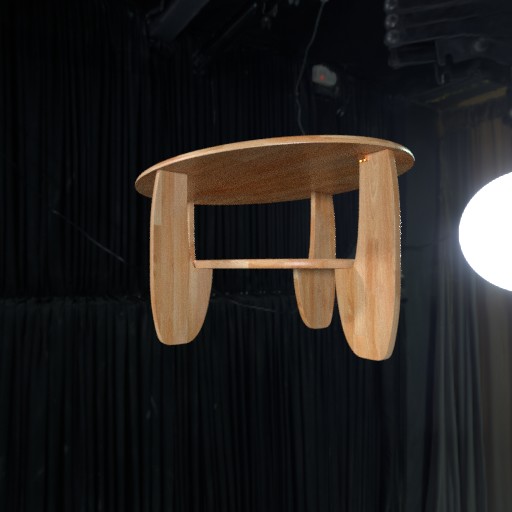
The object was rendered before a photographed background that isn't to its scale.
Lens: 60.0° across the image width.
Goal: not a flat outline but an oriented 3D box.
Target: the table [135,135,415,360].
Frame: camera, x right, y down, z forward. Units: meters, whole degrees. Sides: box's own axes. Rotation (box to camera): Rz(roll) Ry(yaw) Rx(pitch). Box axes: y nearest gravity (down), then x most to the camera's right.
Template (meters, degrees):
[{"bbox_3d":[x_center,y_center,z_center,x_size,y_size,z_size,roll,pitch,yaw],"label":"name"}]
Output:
[{"bbox_3d":[0.000,0.000,1.383,0.690,0.490,1.040,1,-2,-36],"label":"table"}]
